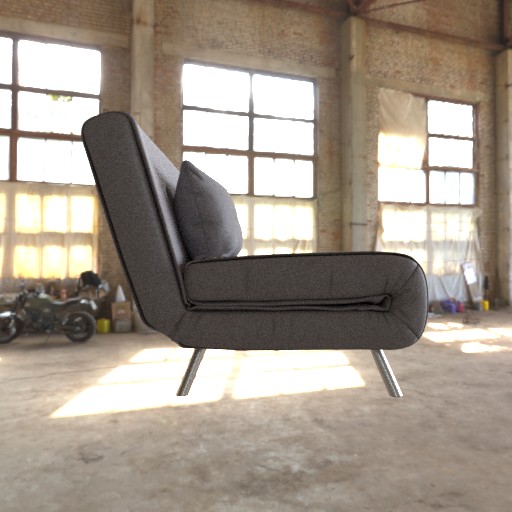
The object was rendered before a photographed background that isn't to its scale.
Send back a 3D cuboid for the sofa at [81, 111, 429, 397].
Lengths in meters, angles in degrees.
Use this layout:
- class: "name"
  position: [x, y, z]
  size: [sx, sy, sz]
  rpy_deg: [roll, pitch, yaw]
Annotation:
- class: "sofa"
  position: [0.000, 0.000, 1.746]
  size: [1.000, 0.825, 1.020]
  rpy_deg: [0, -1, 0]
